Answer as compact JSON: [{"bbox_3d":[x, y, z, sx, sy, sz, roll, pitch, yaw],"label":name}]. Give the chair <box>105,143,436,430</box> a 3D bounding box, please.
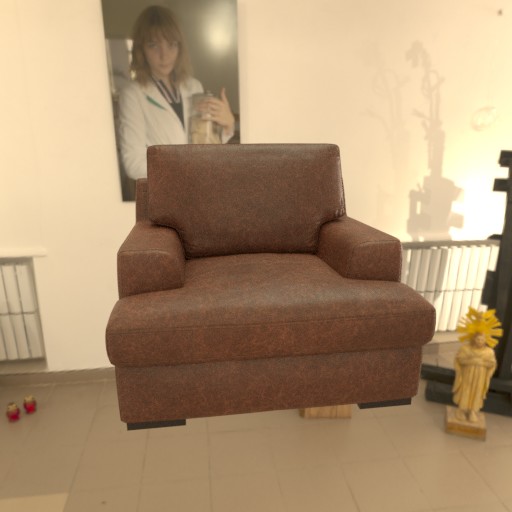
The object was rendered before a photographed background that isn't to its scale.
[{"bbox_3d":[0.000,0.000,1.979,1.168,0.939,1.143,-2,17,-8],"label":"chair"}]
